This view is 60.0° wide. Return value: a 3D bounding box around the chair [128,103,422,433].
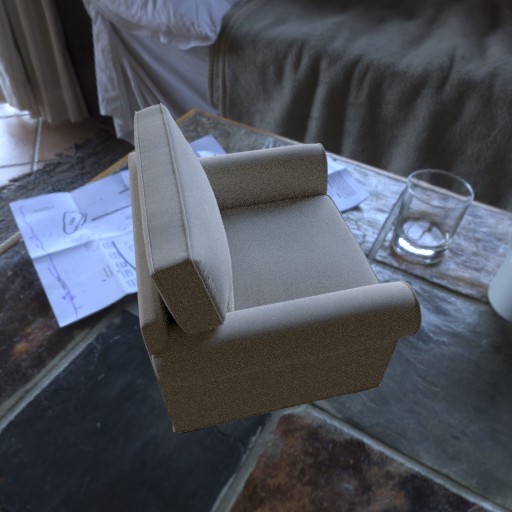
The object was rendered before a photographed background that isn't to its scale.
[{"bbox_3d":[0.000,0.000,1.750,0.863,0.955,1.040,-10,47,-9],"label":"chair"}]
